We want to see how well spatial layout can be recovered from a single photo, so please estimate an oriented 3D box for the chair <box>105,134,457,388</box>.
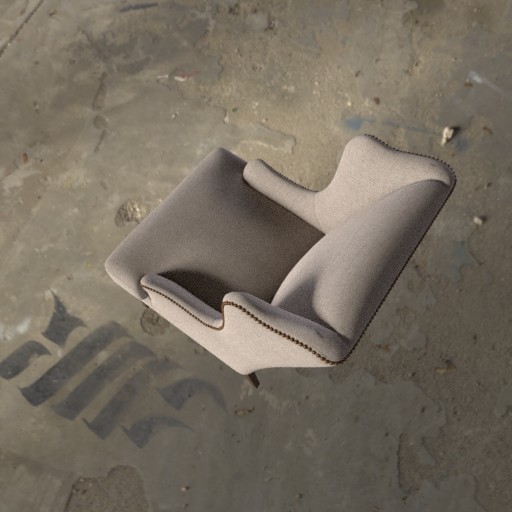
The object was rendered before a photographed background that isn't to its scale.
[{"bbox_3d":[0.000,0.000,1.663,0.940,1.029,0.737,32,67,16],"label":"chair"}]
